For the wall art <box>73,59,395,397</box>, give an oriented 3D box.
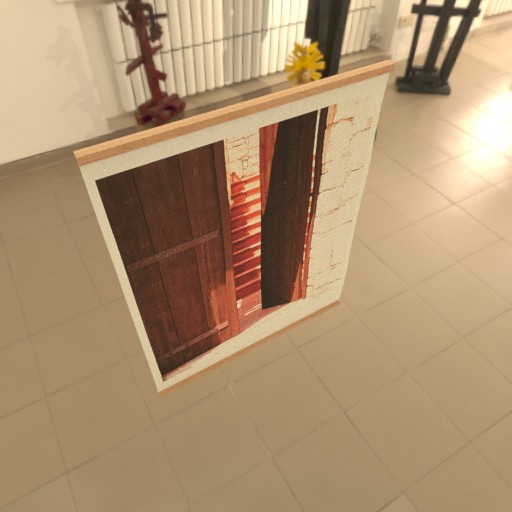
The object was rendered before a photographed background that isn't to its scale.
[{"bbox_3d":[0.000,0.000,0.683,0.406,0.508,0.013,-24,51,-20],"label":"wall art"}]
